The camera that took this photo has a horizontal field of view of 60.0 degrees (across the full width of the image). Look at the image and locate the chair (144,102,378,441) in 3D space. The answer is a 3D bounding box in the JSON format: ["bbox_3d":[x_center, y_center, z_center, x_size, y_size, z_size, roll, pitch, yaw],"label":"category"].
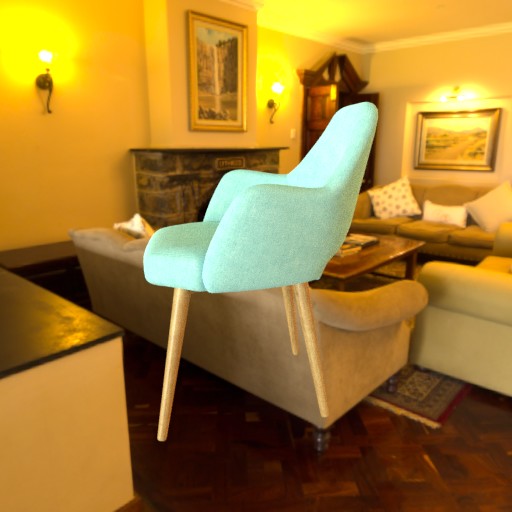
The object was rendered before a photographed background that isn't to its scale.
[{"bbox_3d":[0.000,0.000,1.282,0.610,0.840,0.590,-2,14,-7],"label":"chair"}]
